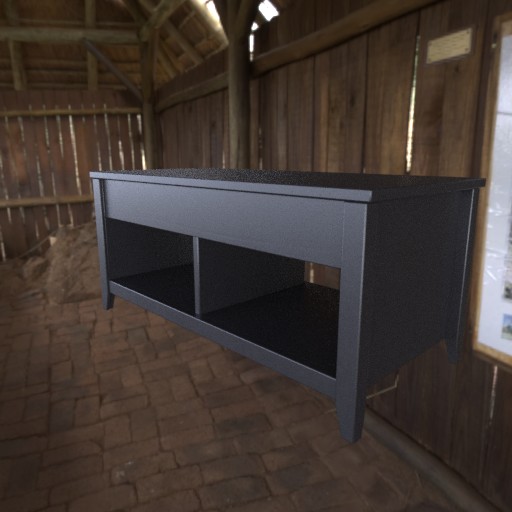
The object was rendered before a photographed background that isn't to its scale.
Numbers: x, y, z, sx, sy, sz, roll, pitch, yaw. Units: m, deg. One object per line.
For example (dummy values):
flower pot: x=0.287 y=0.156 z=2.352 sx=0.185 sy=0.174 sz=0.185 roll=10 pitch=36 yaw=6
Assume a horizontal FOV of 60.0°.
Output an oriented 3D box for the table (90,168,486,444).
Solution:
table: x=0.000 y=0.000 z=1.256 sx=0.483 sy=0.457 sz=1.016 roll=-12 pitch=18 yaw=-42
